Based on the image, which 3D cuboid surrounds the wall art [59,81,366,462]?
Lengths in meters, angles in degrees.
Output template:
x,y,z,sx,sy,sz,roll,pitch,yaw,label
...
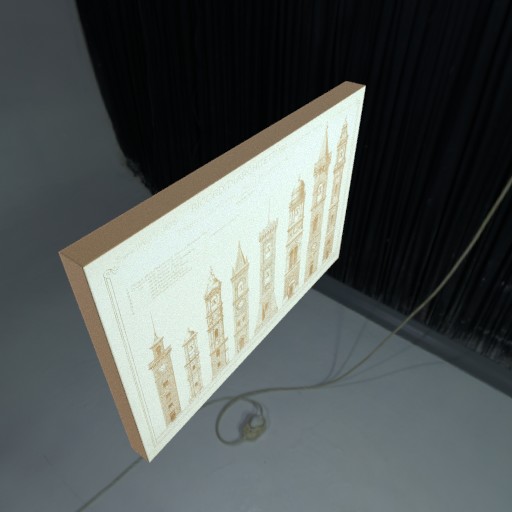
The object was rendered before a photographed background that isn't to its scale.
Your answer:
x,y,z,sx,sy,sz,roll,pitch,yaw,label
0.000,0.000,0.752,0.039,0.407,0.609,26,47,27,wall art
